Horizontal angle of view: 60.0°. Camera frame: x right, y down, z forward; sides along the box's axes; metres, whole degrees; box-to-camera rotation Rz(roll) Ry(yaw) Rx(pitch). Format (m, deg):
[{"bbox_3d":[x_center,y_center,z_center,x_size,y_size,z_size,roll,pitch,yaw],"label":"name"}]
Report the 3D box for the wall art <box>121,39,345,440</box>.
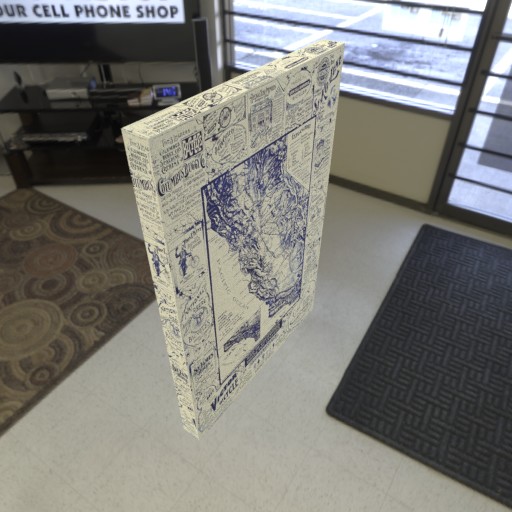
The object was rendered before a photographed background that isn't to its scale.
[{"bbox_3d":[0.000,0.000,0.760,0.040,0.601,0.408,26,47,27],"label":"wall art"}]
